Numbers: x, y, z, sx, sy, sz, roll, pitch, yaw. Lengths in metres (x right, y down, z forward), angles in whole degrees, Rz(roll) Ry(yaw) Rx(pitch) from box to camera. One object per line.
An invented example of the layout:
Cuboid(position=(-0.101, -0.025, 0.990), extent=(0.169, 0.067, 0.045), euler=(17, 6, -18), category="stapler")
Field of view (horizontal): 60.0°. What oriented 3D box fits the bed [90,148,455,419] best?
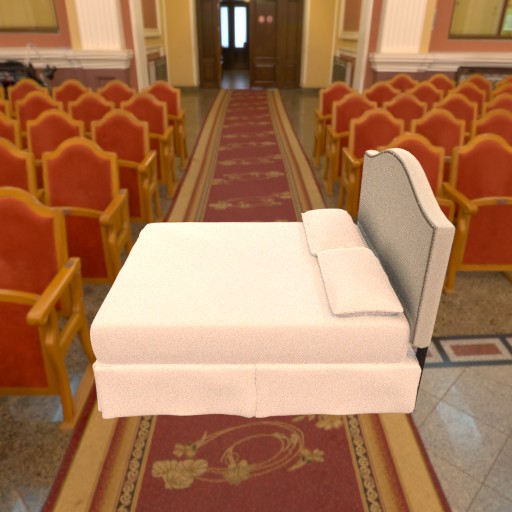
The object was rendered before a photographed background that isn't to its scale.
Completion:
Cuboid(position=(0.000, 0.000, 3.423), extent=(2.180, 1.607, 1.813), euler=(0, 27, 0), category="bed")
